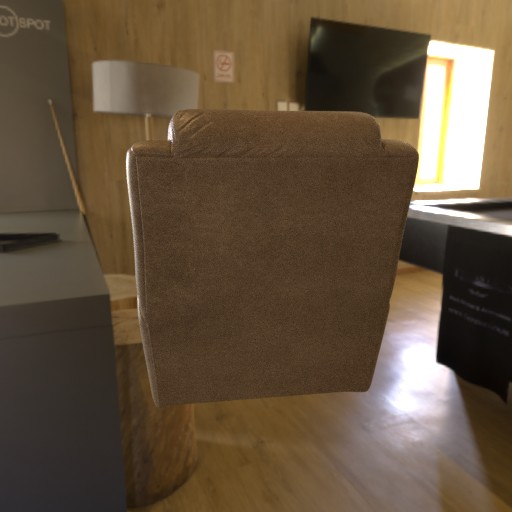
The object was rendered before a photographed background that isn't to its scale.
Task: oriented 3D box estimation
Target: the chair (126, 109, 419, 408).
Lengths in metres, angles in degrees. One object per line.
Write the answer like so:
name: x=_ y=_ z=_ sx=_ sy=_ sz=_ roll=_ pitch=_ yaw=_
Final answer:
chair: x=0.000 y=0.000 z=1.893 sx=0.965 sy=1.116 sz=1.068 roll=-2 pitch=13 yaw=-8
